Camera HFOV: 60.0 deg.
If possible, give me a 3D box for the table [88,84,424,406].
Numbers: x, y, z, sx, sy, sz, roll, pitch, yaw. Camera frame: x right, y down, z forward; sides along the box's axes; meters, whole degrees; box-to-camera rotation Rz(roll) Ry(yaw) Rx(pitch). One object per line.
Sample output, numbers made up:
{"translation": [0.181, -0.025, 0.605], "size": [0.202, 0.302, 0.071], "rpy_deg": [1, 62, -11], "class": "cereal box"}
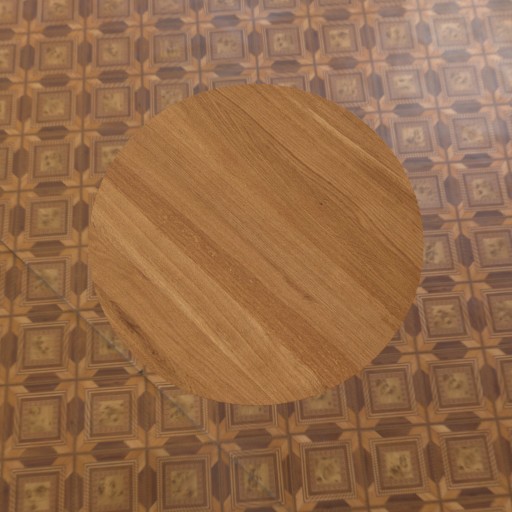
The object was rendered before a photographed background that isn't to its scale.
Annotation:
{"translation": [0.000, 0.000, 1.699], "size": [1.038, 0.666, 1.038], "rpy_deg": [0, 76, 0], "class": "table"}
